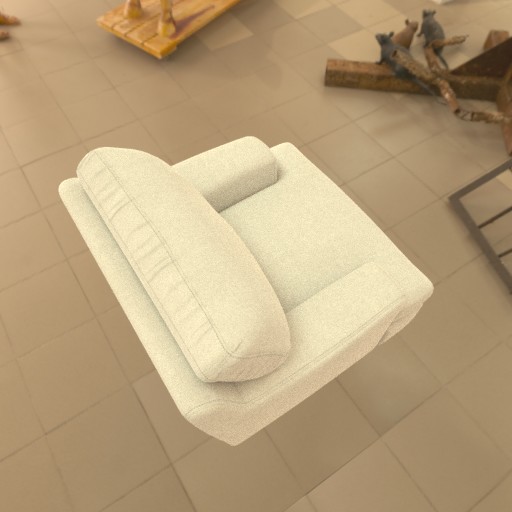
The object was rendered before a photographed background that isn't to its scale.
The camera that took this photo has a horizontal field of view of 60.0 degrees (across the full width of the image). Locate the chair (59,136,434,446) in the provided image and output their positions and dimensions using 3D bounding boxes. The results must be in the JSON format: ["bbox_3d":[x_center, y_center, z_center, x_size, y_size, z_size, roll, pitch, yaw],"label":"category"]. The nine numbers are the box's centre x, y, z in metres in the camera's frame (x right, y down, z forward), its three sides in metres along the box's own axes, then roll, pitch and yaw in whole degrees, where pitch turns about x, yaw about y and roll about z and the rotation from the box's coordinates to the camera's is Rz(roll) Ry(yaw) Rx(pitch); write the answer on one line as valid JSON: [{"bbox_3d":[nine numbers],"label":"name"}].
[{"bbox_3d":[0.000,0.000,1.907,1.158,0.930,1.140,-29,62,-17],"label":"chair"}]
